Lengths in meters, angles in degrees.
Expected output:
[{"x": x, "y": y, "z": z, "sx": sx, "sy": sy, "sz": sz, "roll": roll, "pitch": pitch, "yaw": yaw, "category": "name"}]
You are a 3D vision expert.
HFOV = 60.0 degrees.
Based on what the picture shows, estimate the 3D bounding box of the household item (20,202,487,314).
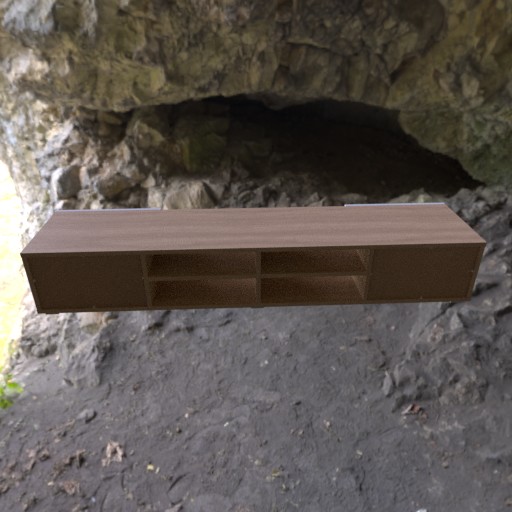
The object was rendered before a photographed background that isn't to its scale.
[{"x": 0.000, "y": 0.000, "z": 2.012, "sx": 1.850, "sy": 0.310, "sz": 0.420, "roll": -1, "pitch": 29, "yaw": -2, "category": "household item"}]
